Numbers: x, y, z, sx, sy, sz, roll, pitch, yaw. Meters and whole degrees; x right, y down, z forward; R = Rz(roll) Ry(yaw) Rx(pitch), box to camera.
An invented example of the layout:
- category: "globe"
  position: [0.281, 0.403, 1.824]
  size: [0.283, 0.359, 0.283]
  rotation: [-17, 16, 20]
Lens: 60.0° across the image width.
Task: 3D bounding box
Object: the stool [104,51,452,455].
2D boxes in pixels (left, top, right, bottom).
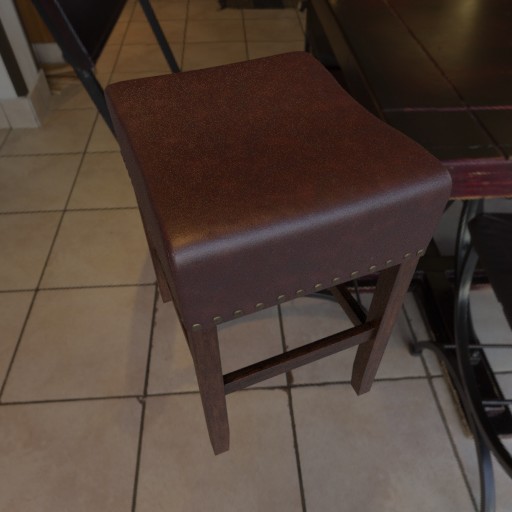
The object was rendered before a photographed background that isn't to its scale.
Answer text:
- category: "stool"
  position: [0.000, 0.000, 0.892]
  size: [0.397, 0.608, 0.465]
  rotation: [-17, 49, -15]
